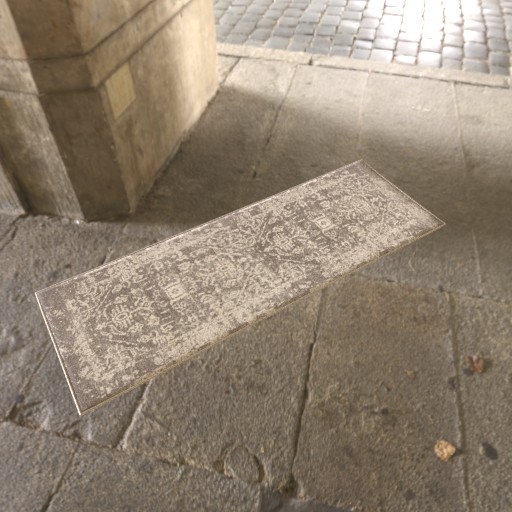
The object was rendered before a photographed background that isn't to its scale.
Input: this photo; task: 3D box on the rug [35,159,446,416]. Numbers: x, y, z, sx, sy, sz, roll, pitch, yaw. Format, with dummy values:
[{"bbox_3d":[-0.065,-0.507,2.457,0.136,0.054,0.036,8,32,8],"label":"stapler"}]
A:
[{"bbox_3d":[0.000,0.000,2.731,2.452,0.017,0.855,-25,52,-21],"label":"rug"}]
